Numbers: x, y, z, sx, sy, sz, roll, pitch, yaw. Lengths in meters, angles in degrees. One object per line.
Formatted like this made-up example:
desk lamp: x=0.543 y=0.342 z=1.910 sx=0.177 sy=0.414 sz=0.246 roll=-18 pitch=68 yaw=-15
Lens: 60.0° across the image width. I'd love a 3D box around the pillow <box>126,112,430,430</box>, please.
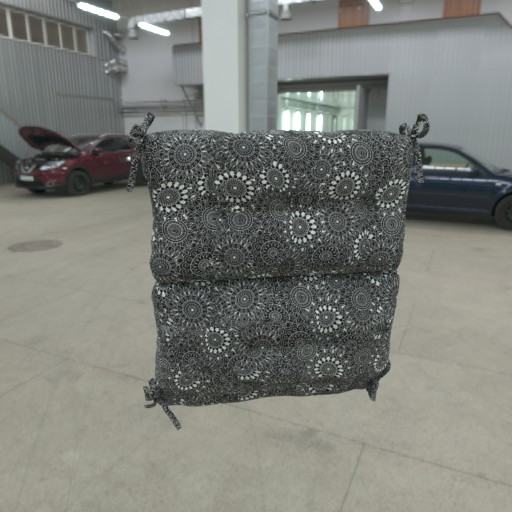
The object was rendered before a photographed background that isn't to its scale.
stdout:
pillow: x=0.000 y=0.000 z=1.013 sx=0.519 sy=0.605 sz=0.571 roll=-3 pitch=16 yaw=-10
